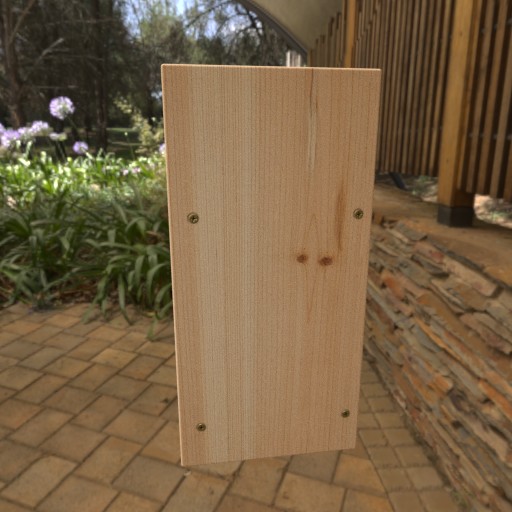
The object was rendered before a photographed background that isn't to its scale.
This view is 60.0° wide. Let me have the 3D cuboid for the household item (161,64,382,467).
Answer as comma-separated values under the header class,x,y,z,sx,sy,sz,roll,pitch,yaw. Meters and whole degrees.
class,x,y,z,sx,sy,sz,roll,pitch,yaw
household item,0.000,0.000,0.408,0.149,0.300,0.171,-2,15,-8
